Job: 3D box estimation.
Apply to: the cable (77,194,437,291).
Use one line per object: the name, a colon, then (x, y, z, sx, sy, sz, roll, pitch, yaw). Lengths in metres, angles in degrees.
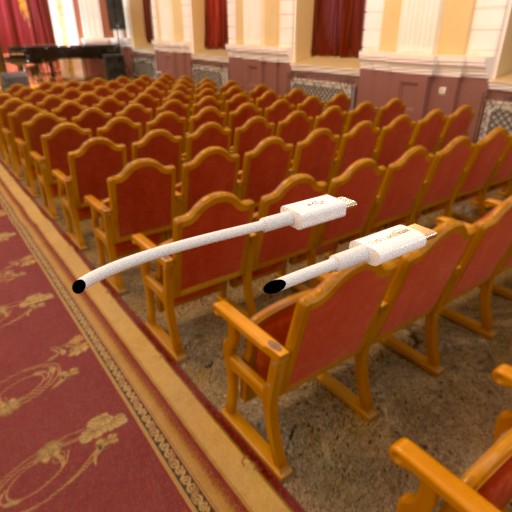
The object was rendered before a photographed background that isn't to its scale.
cable: (0.000, 0.000, 0.114, 0.098, 0.006, 0.040, -18, 32, -31)
